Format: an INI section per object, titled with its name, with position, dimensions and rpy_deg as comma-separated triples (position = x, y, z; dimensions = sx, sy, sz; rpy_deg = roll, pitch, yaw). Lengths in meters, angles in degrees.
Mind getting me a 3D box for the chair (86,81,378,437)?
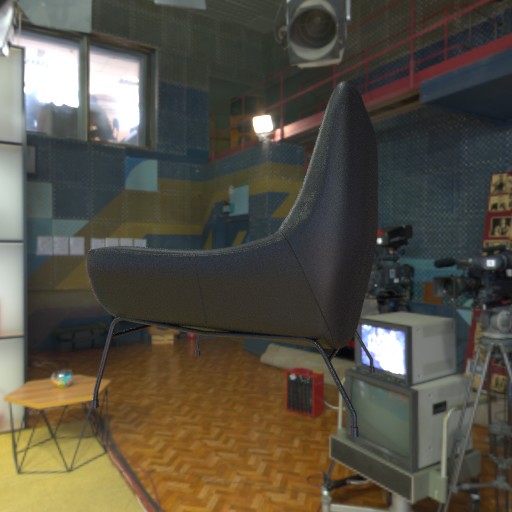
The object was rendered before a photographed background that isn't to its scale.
[chair]
position = 0.000, 0.000, 1.566
dimensions = 0.826, 0.922, 0.836
rpy_deg = 0, 0, 19
